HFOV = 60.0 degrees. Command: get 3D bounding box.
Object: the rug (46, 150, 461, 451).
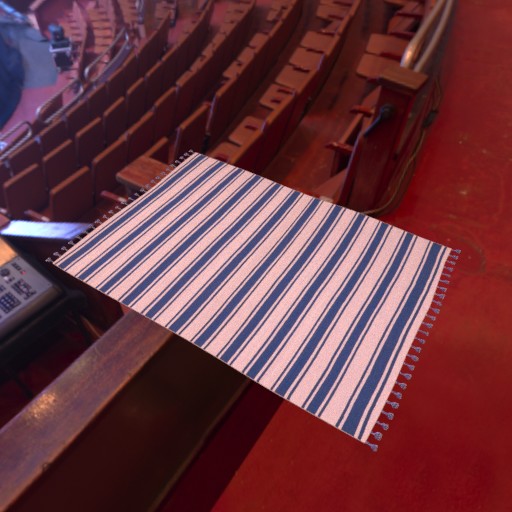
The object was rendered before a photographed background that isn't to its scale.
[{"bbox_3d":[0.000,0.000,2.930,2.315,0.010,1.544,24,51,22],"label":"rug"}]
